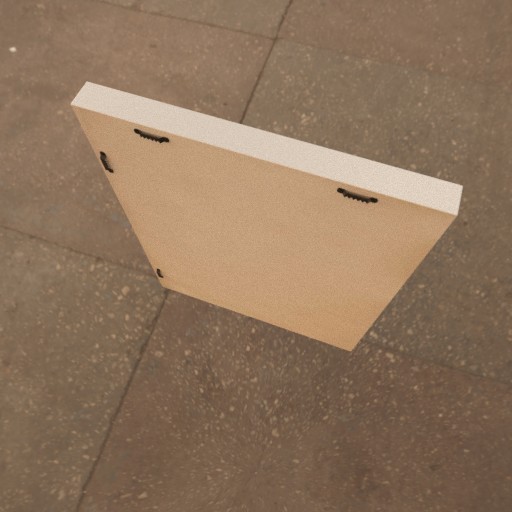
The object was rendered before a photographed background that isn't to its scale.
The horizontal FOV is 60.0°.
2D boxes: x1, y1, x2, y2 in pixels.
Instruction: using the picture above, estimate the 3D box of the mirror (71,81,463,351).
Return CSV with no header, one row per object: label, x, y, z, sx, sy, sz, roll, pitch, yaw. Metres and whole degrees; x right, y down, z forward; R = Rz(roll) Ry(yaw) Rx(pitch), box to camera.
mirror,0.000,0.000,0.672,0.406,0.509,0.041,18,65,9
